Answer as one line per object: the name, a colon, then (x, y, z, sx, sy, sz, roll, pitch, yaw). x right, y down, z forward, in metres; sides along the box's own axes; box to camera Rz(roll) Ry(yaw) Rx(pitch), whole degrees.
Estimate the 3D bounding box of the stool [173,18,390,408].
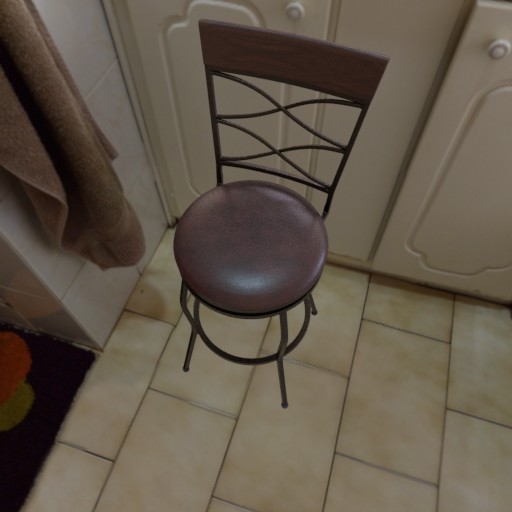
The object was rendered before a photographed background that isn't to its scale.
stool: (0.000, 0.000, 1.348, 0.448, 1.130, 0.513, 17, 58, 11)
